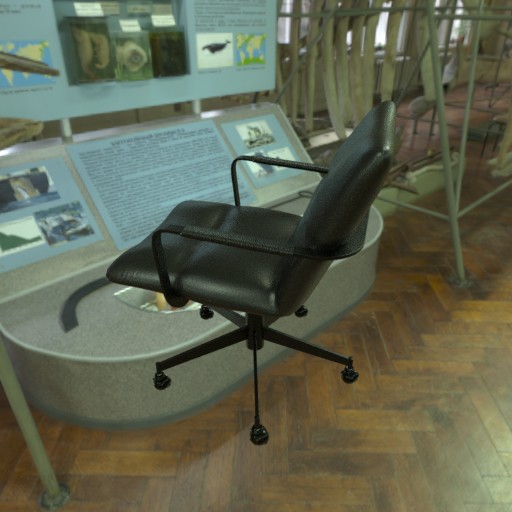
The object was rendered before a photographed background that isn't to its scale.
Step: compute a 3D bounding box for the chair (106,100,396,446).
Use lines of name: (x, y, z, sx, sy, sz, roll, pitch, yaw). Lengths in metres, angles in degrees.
chair: (0.000, 0.000, 1.430, 0.748, 0.922, 0.719, 8, 30, 14)
